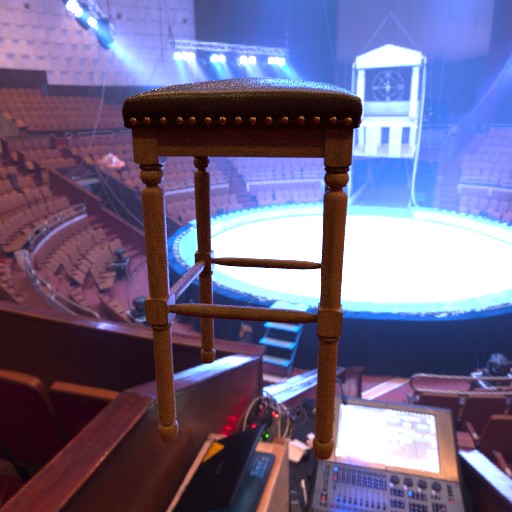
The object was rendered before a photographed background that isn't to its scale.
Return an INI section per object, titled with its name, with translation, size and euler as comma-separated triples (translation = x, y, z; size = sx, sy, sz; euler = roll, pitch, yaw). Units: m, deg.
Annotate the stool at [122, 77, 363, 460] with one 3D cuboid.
[stool]
translation = 0.000, 0.000, 0.942
size = 0.382, 0.702, 0.383
euler = 3, 16, 9
